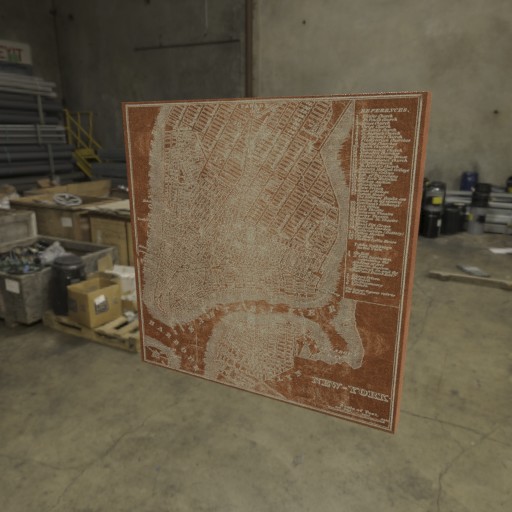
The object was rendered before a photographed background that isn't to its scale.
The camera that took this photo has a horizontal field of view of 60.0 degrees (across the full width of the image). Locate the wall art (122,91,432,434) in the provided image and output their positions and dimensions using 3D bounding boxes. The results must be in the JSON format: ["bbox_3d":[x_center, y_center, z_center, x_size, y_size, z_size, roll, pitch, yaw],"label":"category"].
[{"bbox_3d":[0.000,0.000,0.599,0.403,0.403,0.035,8,17,26],"label":"wall art"}]
